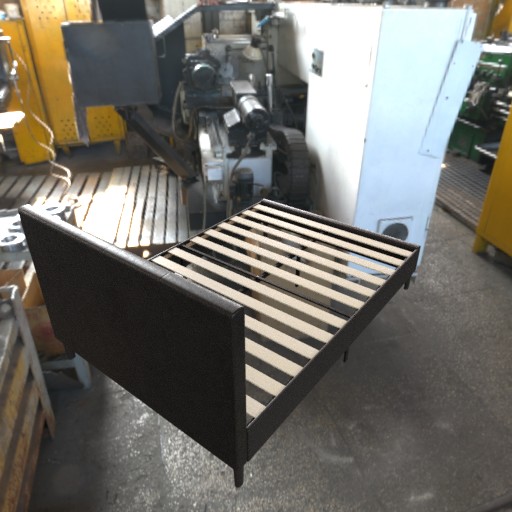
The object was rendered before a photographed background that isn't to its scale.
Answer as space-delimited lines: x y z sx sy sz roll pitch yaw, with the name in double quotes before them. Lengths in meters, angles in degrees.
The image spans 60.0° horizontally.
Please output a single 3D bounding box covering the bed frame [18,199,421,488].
"bed frame" 0.000 0.000 2.900 1.469 1.046 2.152 21 36 32
